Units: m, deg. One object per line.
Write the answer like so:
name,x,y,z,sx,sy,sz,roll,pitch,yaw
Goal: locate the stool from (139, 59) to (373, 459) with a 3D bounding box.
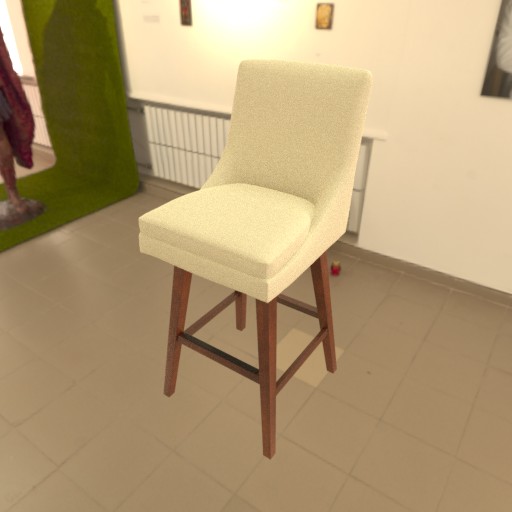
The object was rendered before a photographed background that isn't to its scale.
stool,0.000,0.000,1.422,0.470,1.097,0.559,19,36,29
